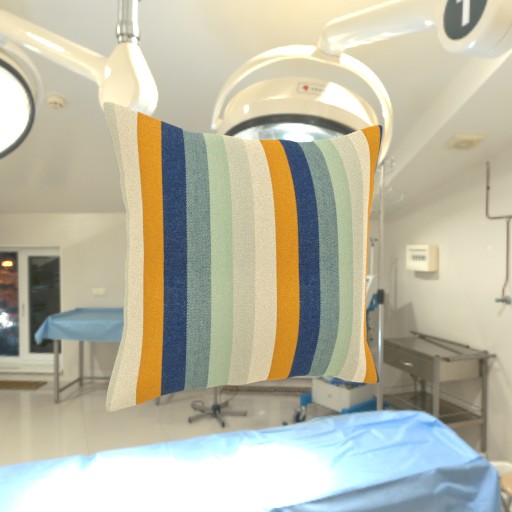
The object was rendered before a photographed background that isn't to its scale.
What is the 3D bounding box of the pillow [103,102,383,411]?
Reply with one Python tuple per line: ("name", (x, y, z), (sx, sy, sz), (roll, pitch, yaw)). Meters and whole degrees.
("pillow", (0.000, 0.000, 0.716), (0.463, 0.454, 0.173), (0, 1, -17))
